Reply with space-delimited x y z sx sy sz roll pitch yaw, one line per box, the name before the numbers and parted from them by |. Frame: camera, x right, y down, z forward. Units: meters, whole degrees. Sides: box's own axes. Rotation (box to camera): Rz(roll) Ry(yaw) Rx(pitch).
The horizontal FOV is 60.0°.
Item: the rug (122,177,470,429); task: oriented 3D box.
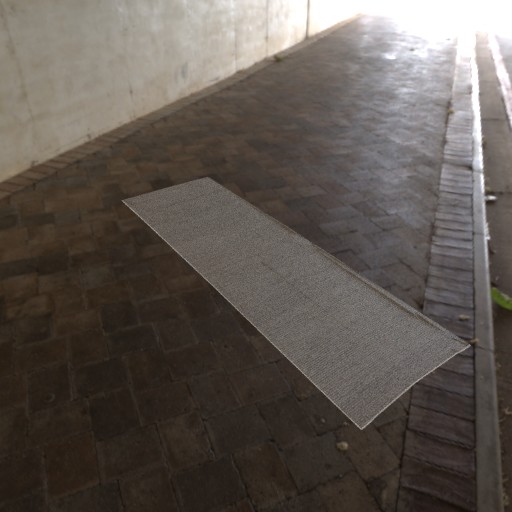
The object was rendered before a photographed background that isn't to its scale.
rug | 0.000 0.000 2.661 0.741 0.014 2.390 -22 39 -29
